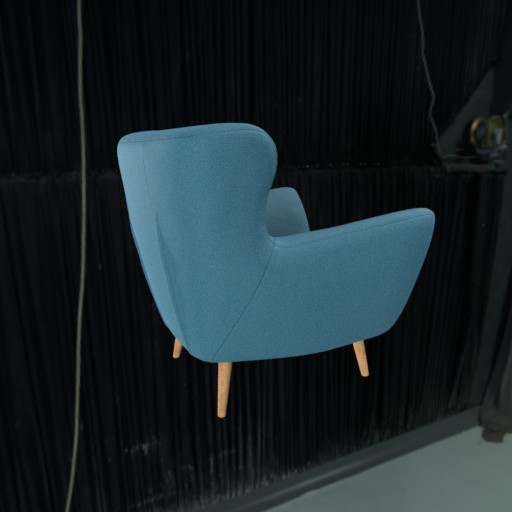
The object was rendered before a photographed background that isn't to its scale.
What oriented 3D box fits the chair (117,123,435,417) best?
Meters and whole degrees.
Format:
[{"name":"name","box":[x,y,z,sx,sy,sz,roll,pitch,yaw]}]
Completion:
[{"name":"chair","box":[0.000,0.000,1.614,0.889,0.889,0.890,-7,16,-27]}]
